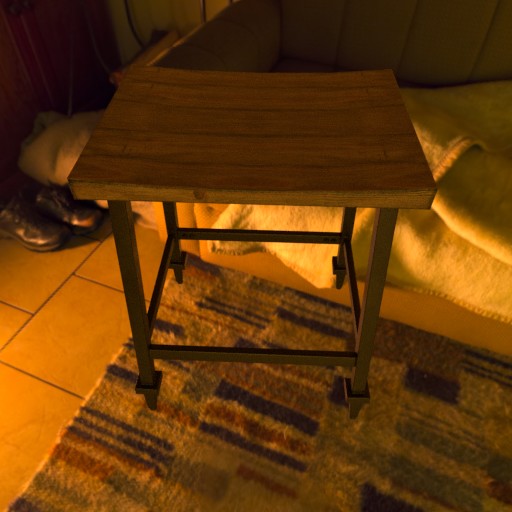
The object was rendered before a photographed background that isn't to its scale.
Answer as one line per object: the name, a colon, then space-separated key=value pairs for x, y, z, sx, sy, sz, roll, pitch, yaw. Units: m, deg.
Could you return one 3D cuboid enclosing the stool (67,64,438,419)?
stool: x=0.000 y=0.000 z=0.903 sx=0.486 sy=0.625 sz=0.405 roll=2 pitch=46 yaw=2
